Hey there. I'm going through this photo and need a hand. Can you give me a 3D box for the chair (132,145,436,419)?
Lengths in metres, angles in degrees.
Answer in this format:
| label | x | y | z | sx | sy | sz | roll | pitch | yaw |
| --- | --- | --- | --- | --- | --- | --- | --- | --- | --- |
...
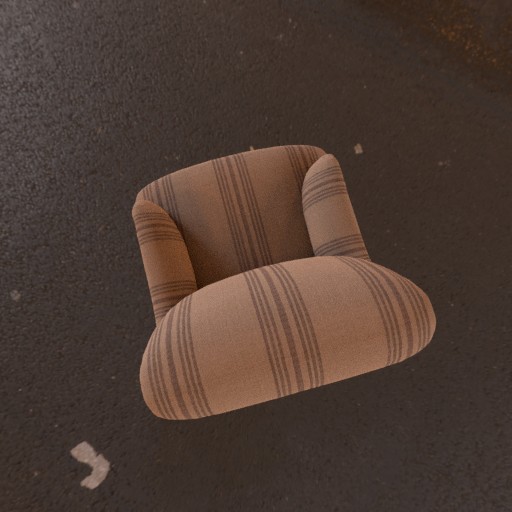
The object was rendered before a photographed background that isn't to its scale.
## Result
| label | x | y | z | sx | sy | sz | roll | pitch | yaw |
| --- | --- | --- | --- | --- | --- | --- | --- | --- | --- |
| chair | 0.000 | 0.000 | 1.578 | 0.813 | 0.940 | 0.914 | -15 | 77 | -4 |
